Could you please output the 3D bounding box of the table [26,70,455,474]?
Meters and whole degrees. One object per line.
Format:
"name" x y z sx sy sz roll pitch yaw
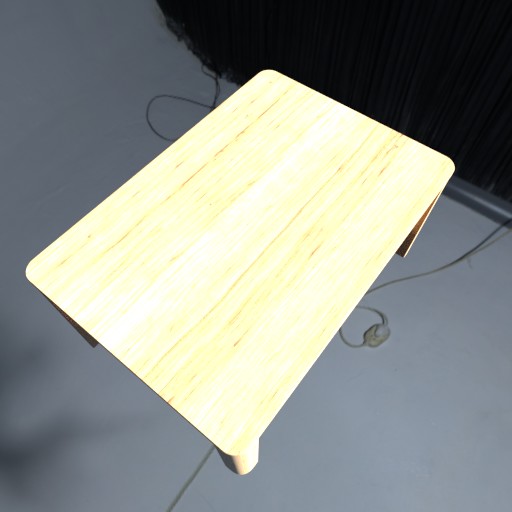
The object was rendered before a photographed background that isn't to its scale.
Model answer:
"table" 0.000 0.000 1.365 0.696 0.445 0.997 34 65 19
